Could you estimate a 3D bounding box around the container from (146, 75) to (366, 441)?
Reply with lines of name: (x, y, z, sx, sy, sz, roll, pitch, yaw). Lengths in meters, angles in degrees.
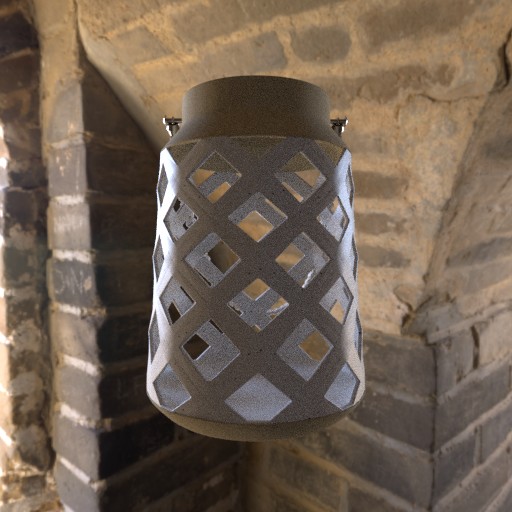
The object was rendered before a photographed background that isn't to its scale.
container: (0.000, 0.000, 0.389, 0.188, 0.264, 0.198, 0, 1, -1)
